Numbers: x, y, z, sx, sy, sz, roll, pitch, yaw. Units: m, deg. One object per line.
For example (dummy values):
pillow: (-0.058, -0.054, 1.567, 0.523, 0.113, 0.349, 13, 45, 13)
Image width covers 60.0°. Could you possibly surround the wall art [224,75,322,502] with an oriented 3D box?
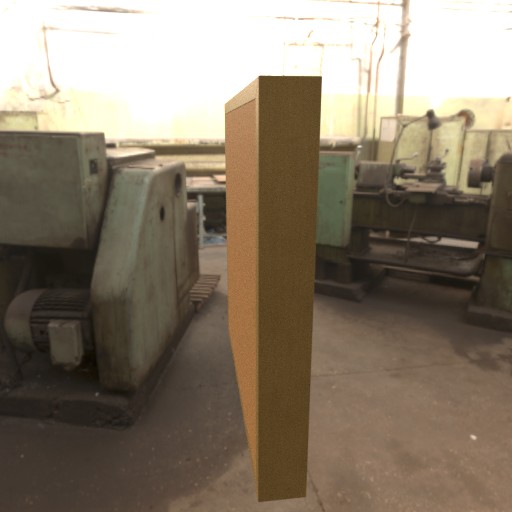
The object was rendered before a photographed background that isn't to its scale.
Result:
wall art: (0.000, 0.000, 0.445, 0.038, 0.305, 0.305, -2, 16, -7)
